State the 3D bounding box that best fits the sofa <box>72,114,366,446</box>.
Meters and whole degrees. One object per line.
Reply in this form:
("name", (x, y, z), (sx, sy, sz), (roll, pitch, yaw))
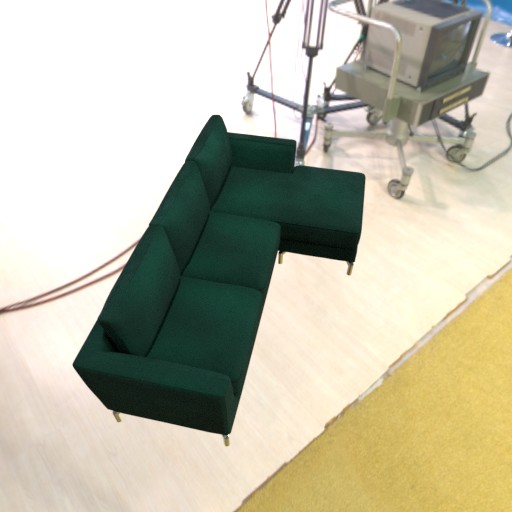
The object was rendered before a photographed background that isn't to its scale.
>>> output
("sofa", (0.000, 0.000, 3.230), (1.489, 1.007, 2.441), (9, 47, 8))
